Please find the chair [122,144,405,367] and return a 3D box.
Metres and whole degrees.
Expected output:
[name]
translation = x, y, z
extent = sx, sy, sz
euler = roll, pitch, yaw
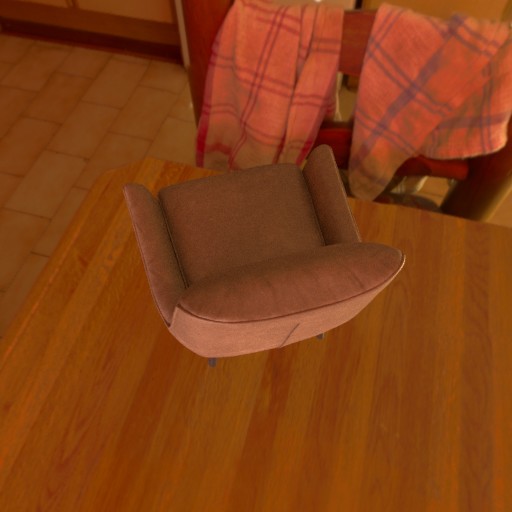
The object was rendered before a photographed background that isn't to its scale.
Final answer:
[chair]
translation = 0.000, 0.000, 1.473
extent = 0.787, 0.888, 0.824
euler = -13, 59, -8
